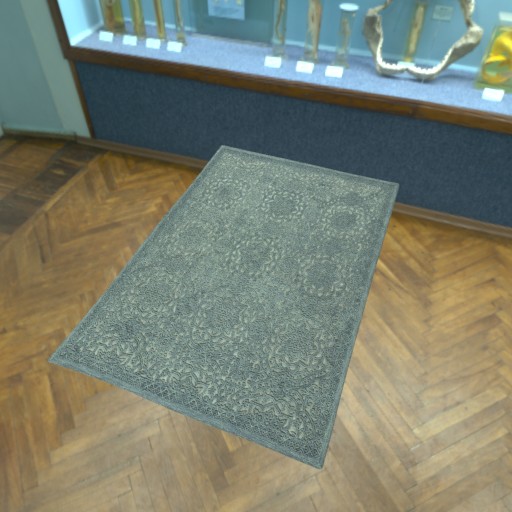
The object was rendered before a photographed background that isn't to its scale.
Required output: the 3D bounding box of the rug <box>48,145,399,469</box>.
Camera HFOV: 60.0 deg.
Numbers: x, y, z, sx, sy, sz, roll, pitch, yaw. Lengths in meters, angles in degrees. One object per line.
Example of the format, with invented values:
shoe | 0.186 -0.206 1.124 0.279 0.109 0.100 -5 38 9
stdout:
rug | 0.000 0.000 2.345 1.224 0.016 1.830 16 48 15
